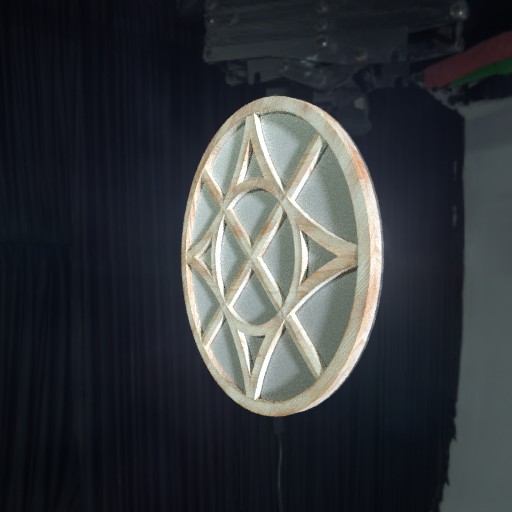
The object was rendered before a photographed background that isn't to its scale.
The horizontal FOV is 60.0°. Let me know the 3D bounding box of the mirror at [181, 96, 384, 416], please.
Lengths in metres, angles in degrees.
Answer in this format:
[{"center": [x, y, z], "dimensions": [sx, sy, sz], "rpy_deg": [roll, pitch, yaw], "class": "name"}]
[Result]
[{"center": [0.000, 0.000, 1.036], "dimensions": [0.038, 0.710, 0.710], "rpy_deg": [1, -1, -35], "class": "mirror"}]
